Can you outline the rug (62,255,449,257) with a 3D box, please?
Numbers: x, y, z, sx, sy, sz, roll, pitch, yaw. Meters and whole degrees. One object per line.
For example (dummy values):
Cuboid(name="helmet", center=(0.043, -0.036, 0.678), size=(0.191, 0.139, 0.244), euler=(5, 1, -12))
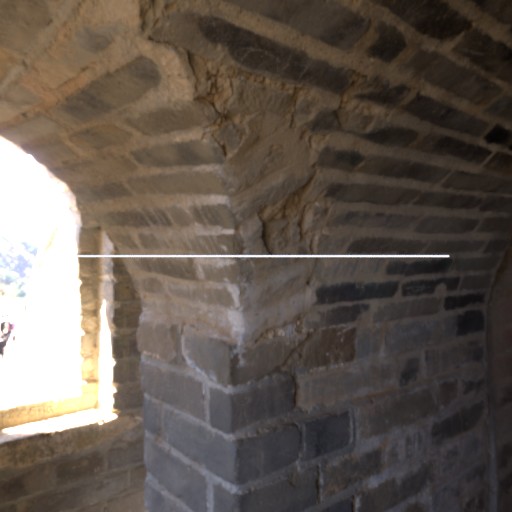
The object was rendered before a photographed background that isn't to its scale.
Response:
Cuboid(name="rug", center=(0.000, 0.000, 2.866), size=(1.522, 0.008, 2.284), euler=(0, 0, 0))
